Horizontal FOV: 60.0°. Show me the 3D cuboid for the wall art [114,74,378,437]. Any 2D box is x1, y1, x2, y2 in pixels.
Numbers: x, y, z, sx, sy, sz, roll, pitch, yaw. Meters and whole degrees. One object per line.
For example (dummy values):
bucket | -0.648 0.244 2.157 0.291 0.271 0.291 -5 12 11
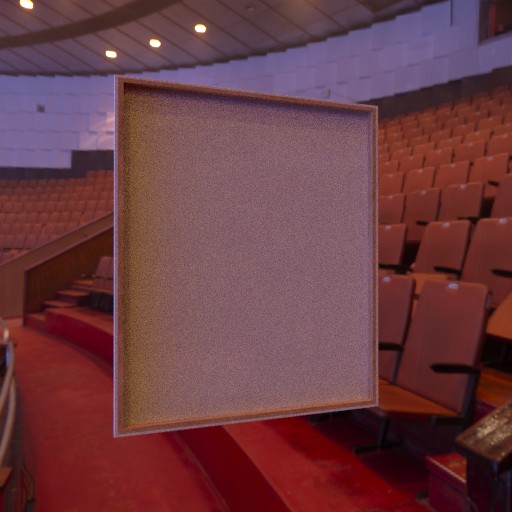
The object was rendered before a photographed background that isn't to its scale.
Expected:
wall art | 0.000 0.000 0.833 0.508 0.606 0.037 0 0 -18
